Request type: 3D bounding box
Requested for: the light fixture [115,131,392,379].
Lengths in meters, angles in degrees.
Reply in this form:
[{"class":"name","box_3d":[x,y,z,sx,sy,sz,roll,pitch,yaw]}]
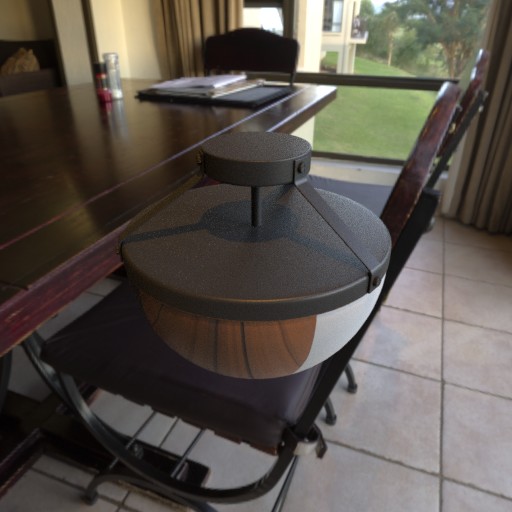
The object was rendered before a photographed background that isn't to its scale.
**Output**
[{"class":"light fixture","box_3d":[0.000,0.000,0.532,0.304,0.269,0.304,0,29,0]}]
